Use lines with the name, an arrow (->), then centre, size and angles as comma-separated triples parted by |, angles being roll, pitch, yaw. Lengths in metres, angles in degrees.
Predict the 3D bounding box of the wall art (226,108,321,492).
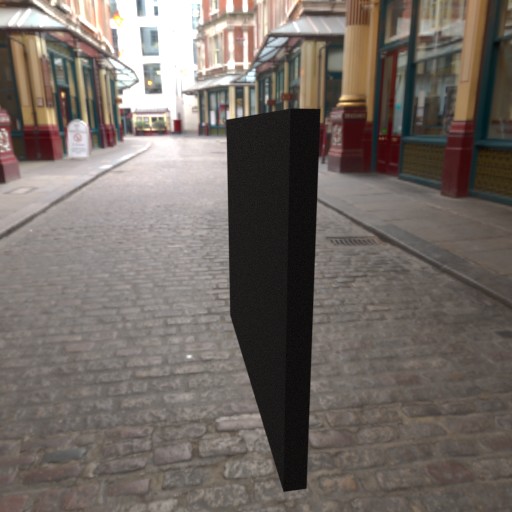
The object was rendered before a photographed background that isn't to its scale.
wall art -> 0.000, 0.000, 0.759 | 0.031, 0.457, 0.558 | -3, 16, -10
